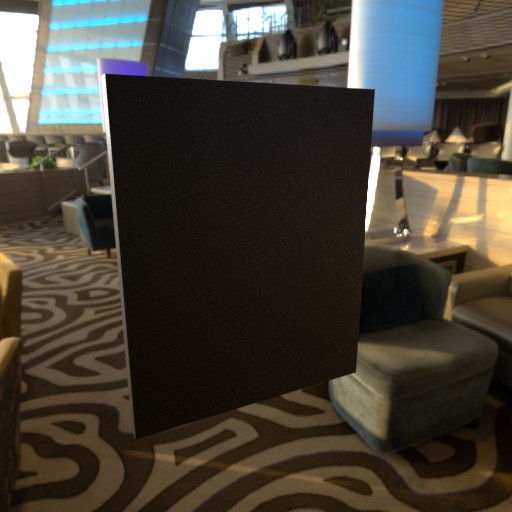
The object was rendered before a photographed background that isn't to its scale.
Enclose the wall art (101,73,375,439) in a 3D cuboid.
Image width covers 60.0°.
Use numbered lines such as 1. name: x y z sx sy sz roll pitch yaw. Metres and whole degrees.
1. wall art: 0.000 0.000 0.763 0.457 0.557 0.028 -8 17 -26
